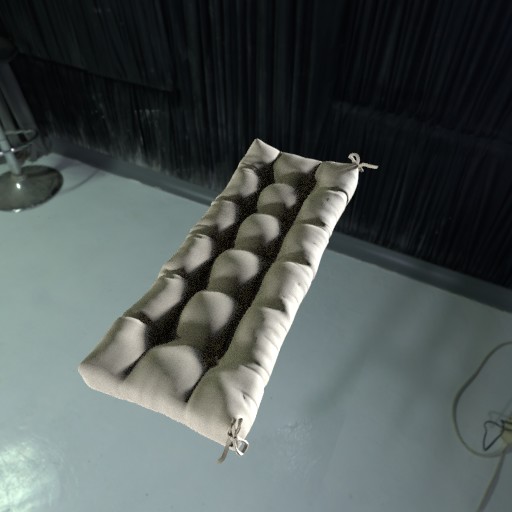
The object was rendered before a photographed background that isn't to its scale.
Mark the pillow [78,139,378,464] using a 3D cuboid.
[{"bbox_3d":[0.000,0.000,1.388,0.511,0.174,1.194,17,49,16],"label":"pillow"}]
